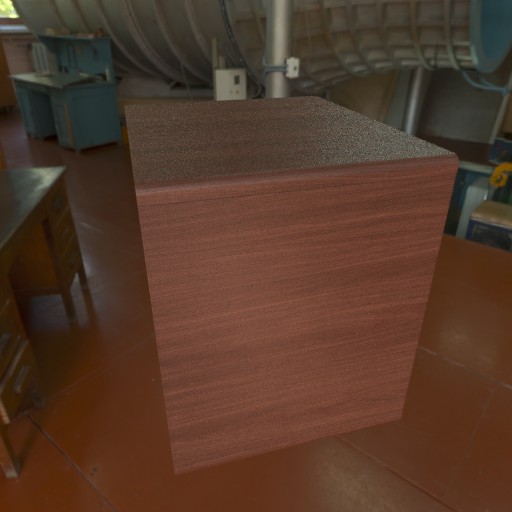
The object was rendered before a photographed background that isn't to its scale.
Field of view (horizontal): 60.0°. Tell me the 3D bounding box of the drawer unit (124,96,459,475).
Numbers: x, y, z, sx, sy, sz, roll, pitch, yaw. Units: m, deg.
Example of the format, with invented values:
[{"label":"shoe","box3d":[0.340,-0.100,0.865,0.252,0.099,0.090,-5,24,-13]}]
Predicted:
[{"label":"drawer unit","box3d":[0.000,0.000,0.602,0.290,0.351,0.349,-8,30,-14]}]
